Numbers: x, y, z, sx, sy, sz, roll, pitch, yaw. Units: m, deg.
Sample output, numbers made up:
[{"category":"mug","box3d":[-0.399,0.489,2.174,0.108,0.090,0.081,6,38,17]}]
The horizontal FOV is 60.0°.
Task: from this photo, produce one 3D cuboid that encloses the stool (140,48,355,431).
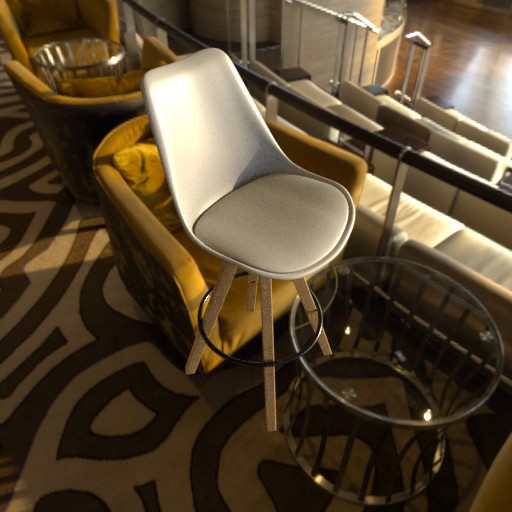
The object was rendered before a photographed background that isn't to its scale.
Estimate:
[{"category":"stool","box3d":[0.000,0.000,1.422,0.550,1.115,0.485,26,48,26]}]
